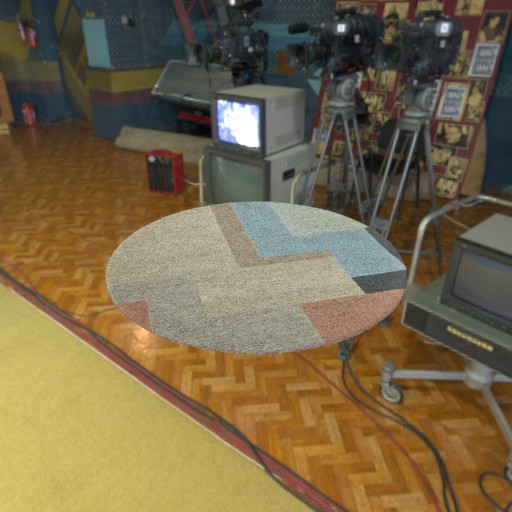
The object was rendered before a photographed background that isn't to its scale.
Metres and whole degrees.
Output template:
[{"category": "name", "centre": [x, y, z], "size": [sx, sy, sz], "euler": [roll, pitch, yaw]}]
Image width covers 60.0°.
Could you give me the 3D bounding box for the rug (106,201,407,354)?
[{"category": "rug", "centre": [0.000, 0.000, 3.768], "size": [2.461, 0.033, 2.461], "euler": [0, 28, 0]}]
